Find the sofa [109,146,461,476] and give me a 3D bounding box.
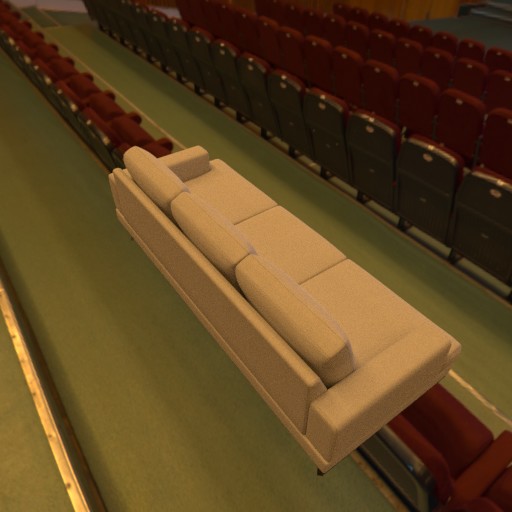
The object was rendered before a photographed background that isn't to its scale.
[{"bbox_3d":[0.000,0.000,2.699,0.920,0.810,2.310,-26,48,-26],"label":"sofa"}]
